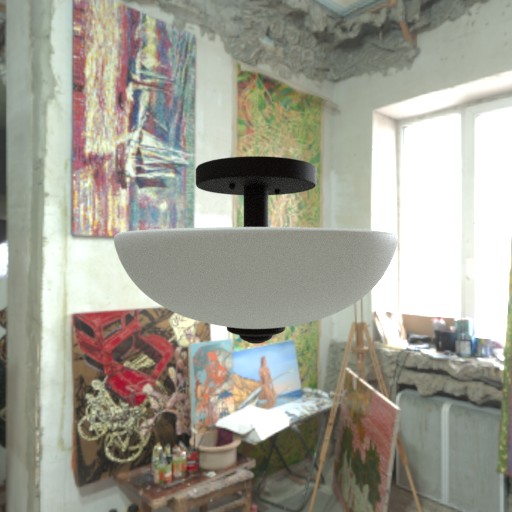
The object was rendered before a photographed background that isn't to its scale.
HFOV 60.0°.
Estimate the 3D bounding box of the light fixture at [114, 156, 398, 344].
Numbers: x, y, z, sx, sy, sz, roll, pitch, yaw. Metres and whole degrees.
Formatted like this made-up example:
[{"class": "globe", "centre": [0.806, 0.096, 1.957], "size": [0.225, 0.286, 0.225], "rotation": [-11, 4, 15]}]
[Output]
[{"class": "light fixture", "centre": [0.000, 0.000, 0.542], "size": [0.331, 0.212, 0.331], "rotation": [0, 0, 0]}]
